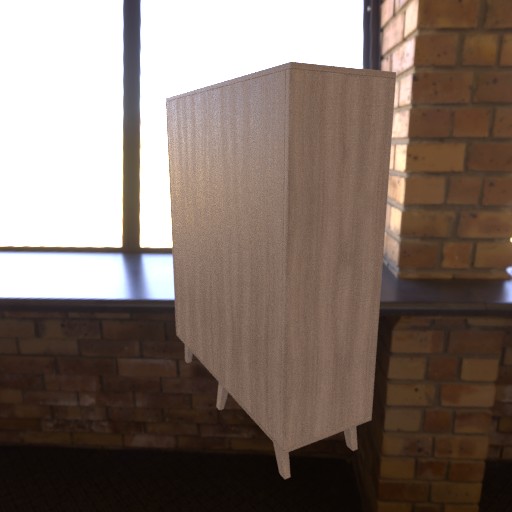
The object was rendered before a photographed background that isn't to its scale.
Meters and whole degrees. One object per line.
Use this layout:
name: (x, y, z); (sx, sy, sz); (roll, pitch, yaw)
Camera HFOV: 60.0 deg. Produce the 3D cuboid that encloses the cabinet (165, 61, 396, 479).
cabinet: (0.000, 0.000, 1.942); (0.398, 1.388, 1.111); (-8, 16, -28)
